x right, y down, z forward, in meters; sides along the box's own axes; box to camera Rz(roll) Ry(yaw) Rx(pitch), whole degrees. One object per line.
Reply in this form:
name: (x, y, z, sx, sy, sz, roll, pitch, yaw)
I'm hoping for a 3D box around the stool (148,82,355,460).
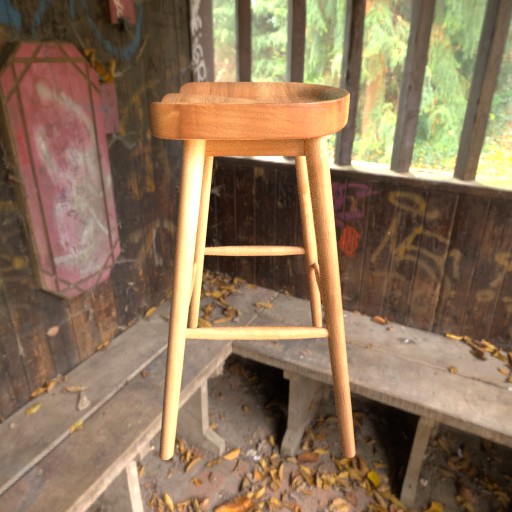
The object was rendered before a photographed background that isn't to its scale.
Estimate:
stool: (0.000, 0.000, 0.874, 0.361, 0.615, 0.440, 0, 25, -1)
